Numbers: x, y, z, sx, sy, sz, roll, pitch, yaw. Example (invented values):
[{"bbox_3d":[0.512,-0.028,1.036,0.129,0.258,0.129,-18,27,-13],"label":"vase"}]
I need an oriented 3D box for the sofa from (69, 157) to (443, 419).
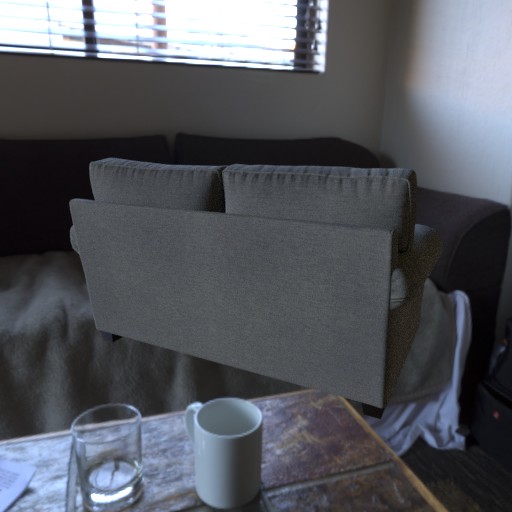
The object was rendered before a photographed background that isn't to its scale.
[{"bbox_3d":[0.000,0.000,2.264,1.701,0.966,0.966,8,17,27],"label":"sofa"}]
